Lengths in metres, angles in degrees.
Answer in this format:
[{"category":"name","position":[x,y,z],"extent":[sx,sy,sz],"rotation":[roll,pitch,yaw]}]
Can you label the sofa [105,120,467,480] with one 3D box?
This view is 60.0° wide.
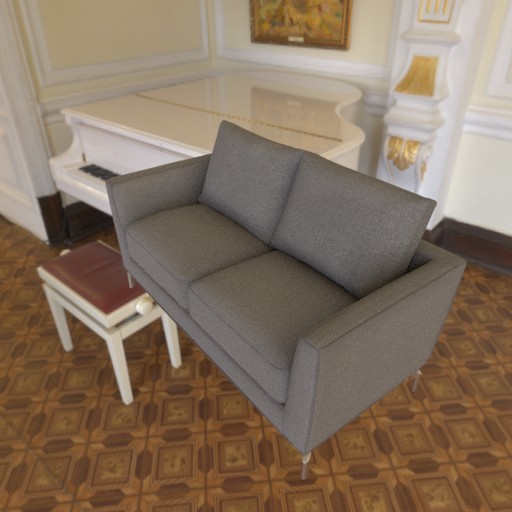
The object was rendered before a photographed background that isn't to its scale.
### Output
[{"category":"sofa","position":[0.000,0.000,2.109],"extent":[0.803,0.924,1.594],"rotation":[-22,38,-31]}]
